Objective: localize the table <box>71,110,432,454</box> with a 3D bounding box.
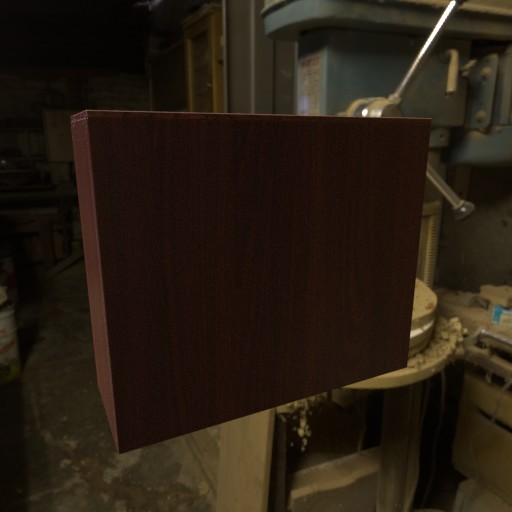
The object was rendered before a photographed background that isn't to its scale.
[{"bbox_3d":[0.000,0.000,1.327,0.930,0.790,0.380,-7,17,-26],"label":"table"}]
